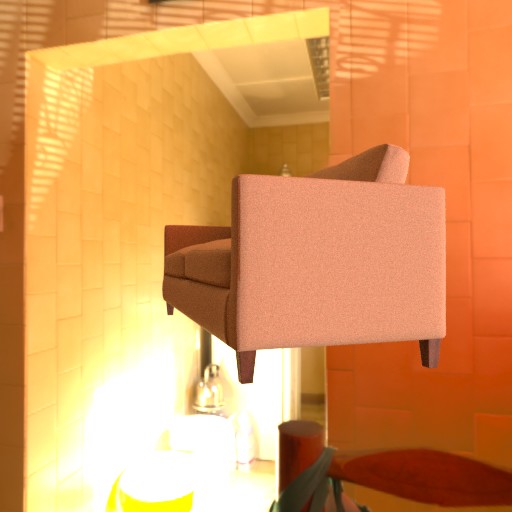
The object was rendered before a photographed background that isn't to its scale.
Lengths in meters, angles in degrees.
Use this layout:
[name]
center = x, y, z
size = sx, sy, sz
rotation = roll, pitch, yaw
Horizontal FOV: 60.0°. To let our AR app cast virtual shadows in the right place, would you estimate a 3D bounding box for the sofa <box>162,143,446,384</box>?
[sofa]
center = 0.000, 0.000, 2.823
size = 0.951, 0.968, 2.361
rotation = 0, -1, -18
